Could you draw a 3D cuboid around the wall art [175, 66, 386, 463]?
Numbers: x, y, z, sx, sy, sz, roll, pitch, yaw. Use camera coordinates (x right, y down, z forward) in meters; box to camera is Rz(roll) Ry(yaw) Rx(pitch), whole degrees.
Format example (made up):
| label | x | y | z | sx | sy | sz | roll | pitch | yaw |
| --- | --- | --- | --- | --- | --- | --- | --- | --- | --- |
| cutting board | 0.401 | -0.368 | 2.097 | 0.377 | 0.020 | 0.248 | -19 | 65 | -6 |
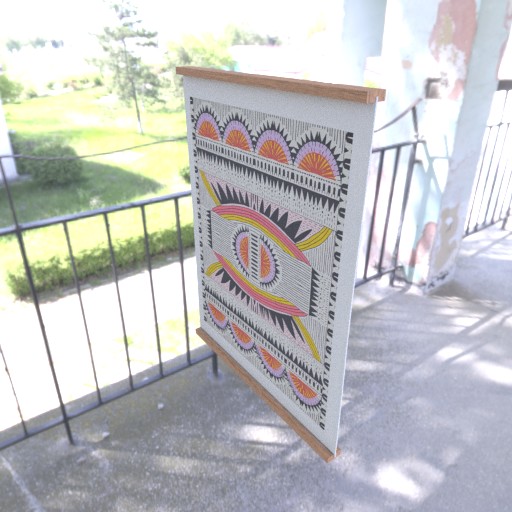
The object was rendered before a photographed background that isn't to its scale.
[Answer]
| label | x | y | z | sx | sy | sz | roll | pitch | yaw |
| --- | --- | --- | --- | --- | --- | --- | --- | --- | --- |
| wall art | 0.000 | 0.000 | 0.696 | 0.028 | 0.527 | 0.403 | -18 | 32 | -32 |
